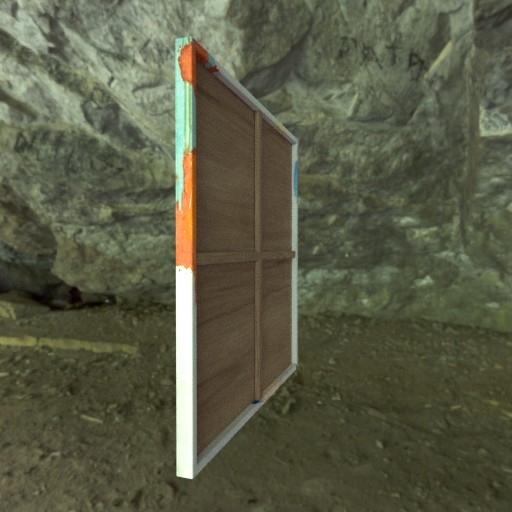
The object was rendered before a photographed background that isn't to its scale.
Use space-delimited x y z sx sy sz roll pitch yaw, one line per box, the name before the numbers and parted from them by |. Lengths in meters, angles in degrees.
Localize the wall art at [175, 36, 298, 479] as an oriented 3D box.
wall art | 0.000 0.000 1.502 0.044 1.017 1.017 0 1 19
